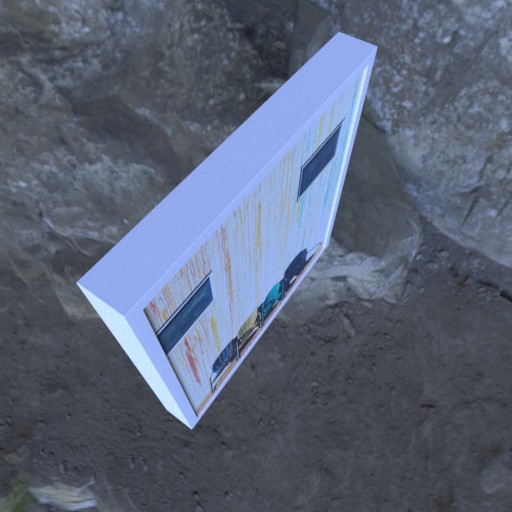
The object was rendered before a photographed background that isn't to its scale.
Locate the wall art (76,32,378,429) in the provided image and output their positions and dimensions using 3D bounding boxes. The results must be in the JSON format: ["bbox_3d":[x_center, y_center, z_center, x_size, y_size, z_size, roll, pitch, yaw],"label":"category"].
[{"bbox_3d":[0.000,0.000,0.443,0.038,0.305,0.305,31,63,18],"label":"wall art"}]
